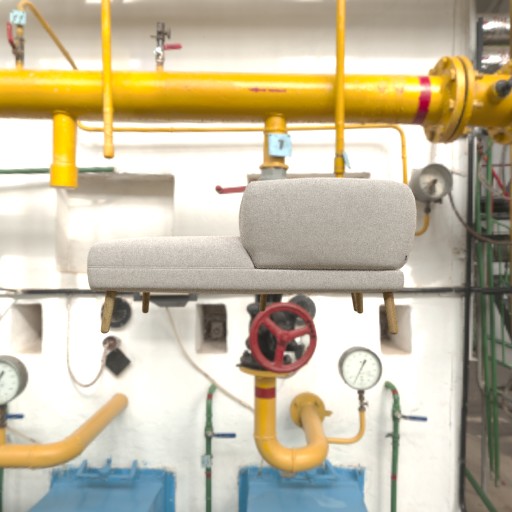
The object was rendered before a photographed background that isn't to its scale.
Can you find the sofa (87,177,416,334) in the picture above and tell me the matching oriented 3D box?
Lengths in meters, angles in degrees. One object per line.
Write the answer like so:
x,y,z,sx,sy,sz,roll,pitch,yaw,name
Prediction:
0.000,0.000,3.313,1.610,0.730,2.660,0,0,1,sofa
